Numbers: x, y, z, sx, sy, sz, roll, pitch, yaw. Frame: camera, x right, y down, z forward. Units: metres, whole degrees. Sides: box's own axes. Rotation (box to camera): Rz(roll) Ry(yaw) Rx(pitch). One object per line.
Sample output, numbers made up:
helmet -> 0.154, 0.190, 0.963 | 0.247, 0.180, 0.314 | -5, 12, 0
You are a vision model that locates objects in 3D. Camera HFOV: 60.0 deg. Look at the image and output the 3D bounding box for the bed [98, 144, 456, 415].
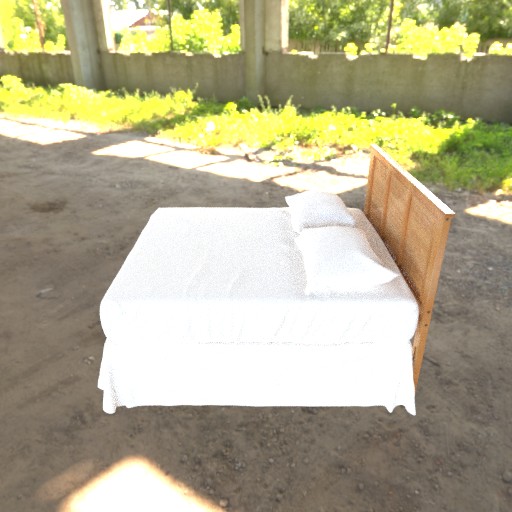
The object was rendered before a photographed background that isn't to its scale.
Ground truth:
bed -> 0.000, 0.000, 3.225 | 2.035, 1.273, 1.870 | 0, 26, 0
